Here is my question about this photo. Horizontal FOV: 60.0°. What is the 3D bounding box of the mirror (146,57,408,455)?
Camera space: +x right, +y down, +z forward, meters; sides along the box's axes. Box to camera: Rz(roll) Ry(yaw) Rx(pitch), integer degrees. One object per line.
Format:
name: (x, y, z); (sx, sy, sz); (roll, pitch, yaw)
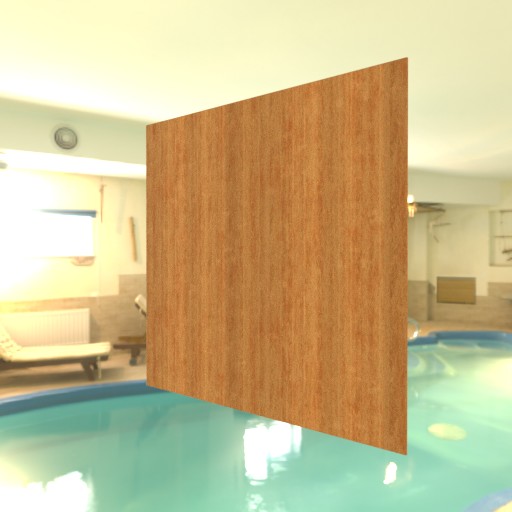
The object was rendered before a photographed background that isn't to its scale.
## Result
mirror: (0.000, 0.000, 0.936); (0.651, 0.651, 0.047); (0, 0, 37)
